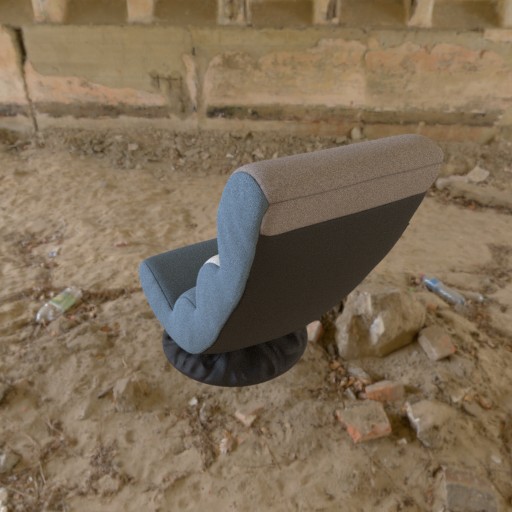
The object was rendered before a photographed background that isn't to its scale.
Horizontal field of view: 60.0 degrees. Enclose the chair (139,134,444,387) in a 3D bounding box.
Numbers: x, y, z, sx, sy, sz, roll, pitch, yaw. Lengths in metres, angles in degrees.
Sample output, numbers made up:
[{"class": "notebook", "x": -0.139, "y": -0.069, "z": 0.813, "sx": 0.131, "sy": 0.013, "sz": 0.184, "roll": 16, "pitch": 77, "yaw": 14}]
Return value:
[{"class": "chair", "x": 0.000, "y": 0.000, "z": 1.056, "sx": 0.420, "sy": 0.641, "sz": 0.661, "roll": -17, "pitch": 33, "yaw": -28}]
